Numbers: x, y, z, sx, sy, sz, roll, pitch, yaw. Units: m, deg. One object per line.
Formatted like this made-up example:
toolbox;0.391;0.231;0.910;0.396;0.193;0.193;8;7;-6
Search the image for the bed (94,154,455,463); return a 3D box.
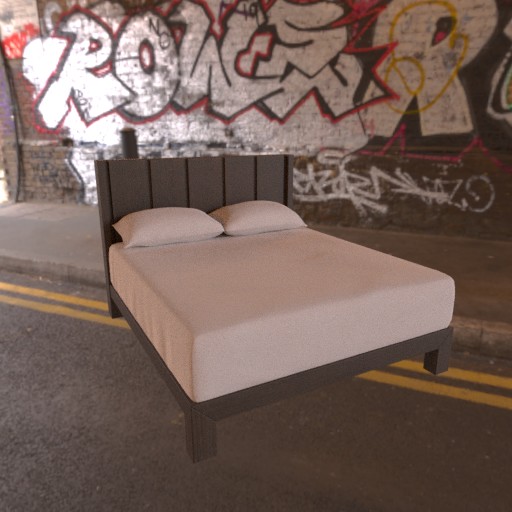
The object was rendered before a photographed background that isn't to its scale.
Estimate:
bed;0.000;0.000;3.108;1.735;1.261;1.992;-8;18;-27
